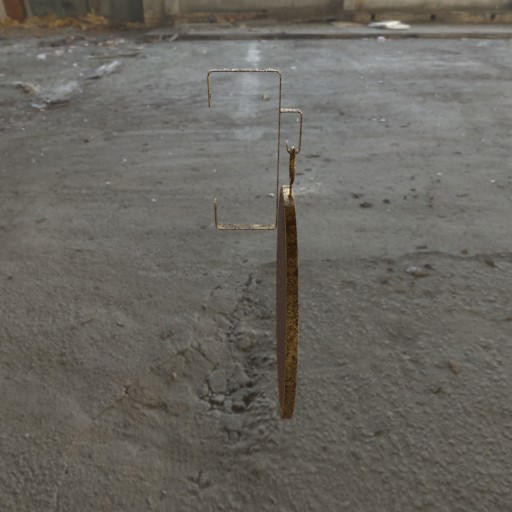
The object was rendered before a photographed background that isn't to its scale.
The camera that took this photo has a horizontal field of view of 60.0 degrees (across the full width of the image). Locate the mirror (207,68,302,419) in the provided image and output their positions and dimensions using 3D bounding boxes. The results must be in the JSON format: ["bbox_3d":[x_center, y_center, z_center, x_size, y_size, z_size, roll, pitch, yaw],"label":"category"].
[{"bbox_3d":[0.000,0.000,0.829,0.144,0.651,0.447,0,32,1],"label":"mirror"}]
